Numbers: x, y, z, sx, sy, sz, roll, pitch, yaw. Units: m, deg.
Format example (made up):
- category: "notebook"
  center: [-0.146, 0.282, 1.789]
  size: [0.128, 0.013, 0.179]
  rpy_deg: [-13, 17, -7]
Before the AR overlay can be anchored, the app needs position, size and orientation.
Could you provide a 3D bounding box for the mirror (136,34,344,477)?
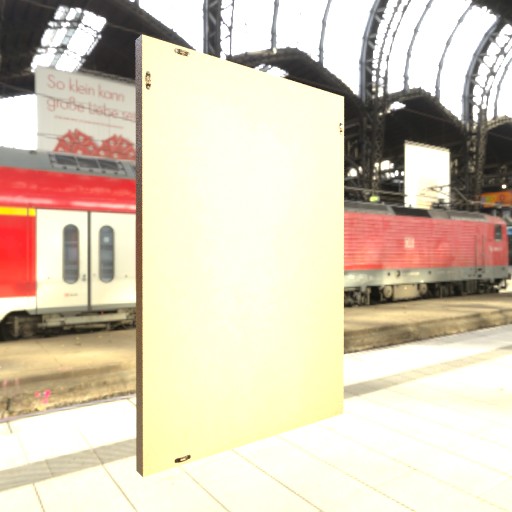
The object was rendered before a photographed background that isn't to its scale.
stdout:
- category: "mirror"
  center: [0.000, 0.000, 1.110]
  size: [0.609, 0.915, 0.040]
  rpy_deg: [0, 0, -37]
